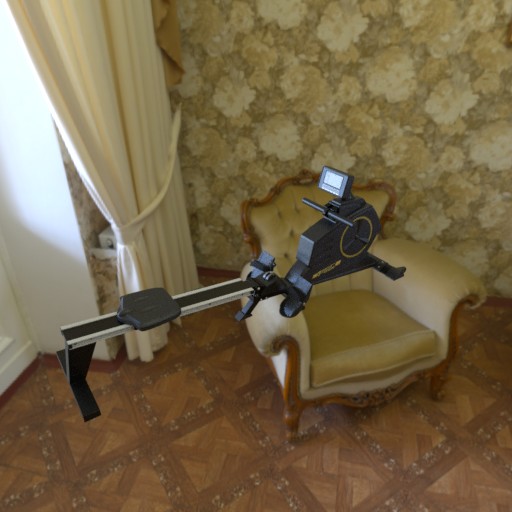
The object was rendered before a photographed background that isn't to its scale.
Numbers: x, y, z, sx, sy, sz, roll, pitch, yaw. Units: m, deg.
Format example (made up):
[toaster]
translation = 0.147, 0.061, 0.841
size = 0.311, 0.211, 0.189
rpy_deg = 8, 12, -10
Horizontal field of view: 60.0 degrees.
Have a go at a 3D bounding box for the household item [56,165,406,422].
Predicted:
[household item]
translation = 0.000, 0.000, 2.571
size = 2.251, 0.810, 0.521
rpy_deg = -19, 35, -29
